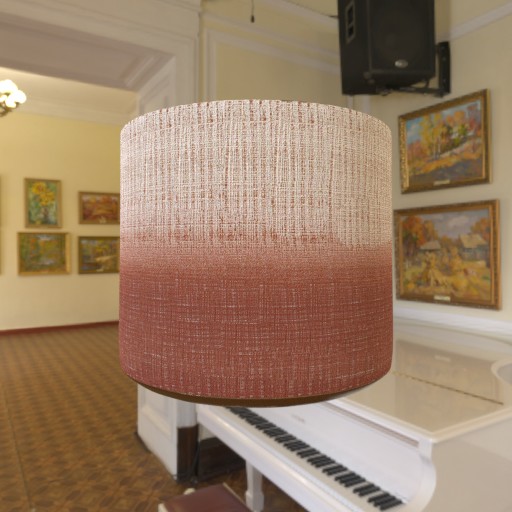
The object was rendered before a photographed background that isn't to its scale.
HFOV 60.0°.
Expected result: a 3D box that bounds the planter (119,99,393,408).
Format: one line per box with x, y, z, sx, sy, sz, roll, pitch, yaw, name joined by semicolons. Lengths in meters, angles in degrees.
0.000;0.000;0.428;0.254;0.221;0.254;0;1;0;planter
